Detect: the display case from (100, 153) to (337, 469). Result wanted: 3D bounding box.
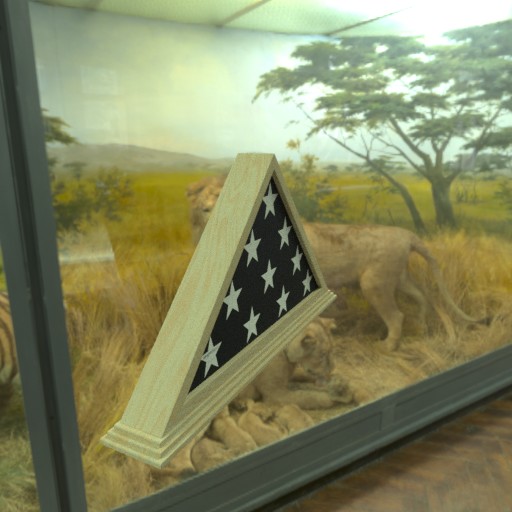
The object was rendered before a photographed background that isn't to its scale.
[{"bbox_3d":[0.000,0.000,0.753,0.095,0.340,0.640,8,16,27],"label":"display case"}]
